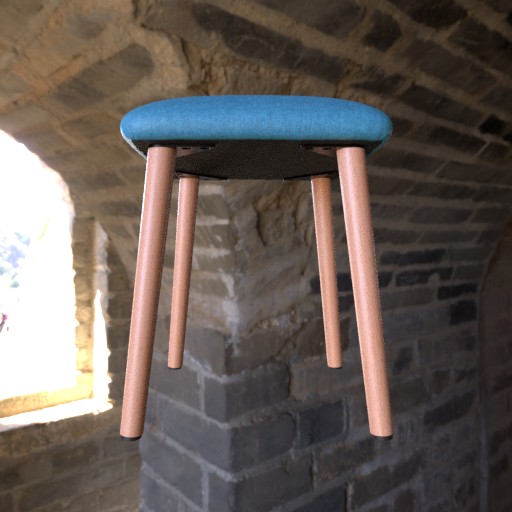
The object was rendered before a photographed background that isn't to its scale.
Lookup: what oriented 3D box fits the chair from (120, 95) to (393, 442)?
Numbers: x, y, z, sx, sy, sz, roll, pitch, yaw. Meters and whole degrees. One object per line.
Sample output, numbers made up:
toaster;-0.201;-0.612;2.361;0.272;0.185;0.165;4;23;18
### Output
chair;0.000;0.000;0.713;0.360;0.450;0.360;0;1;-1
